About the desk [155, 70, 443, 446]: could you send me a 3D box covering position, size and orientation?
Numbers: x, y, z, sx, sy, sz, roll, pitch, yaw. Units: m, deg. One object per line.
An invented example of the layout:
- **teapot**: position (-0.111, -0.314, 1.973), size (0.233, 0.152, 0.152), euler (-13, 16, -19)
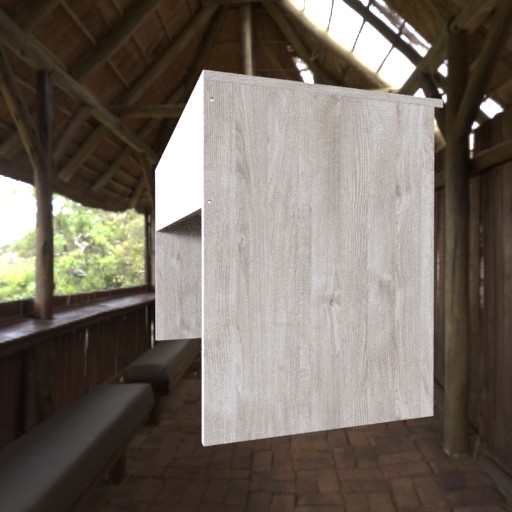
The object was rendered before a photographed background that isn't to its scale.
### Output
- **desk**: position (0.000, 0.000, 1.467), size (0.560, 0.730, 1.100), euler (0, 1, -17)
